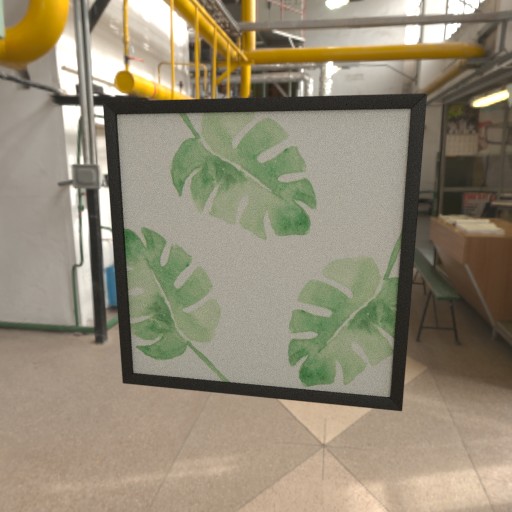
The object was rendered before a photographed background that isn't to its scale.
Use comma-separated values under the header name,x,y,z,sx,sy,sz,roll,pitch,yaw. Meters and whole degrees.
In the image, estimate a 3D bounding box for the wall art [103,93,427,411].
name,x,y,z,sx,sy,sz,roll,pitch,yaw
wall art,0.000,0.000,0.755,0.508,0.508,0.036,2,13,11
